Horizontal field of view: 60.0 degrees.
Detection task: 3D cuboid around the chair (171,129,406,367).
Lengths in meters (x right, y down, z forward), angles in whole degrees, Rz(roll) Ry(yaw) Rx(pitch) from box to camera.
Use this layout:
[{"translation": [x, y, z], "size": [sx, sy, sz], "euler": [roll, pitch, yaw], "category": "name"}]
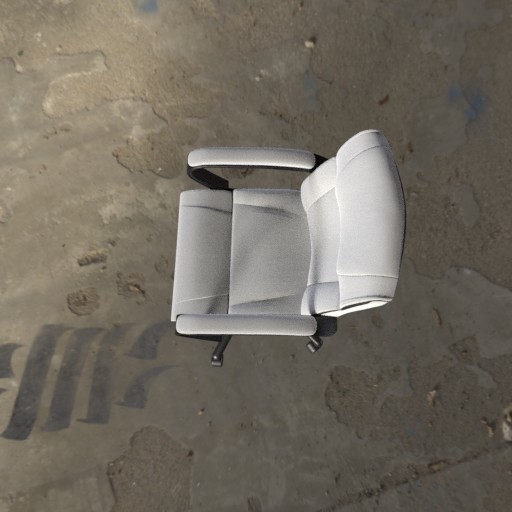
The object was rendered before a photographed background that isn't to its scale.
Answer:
[{"translation": [0.000, 0.000, 1.522], "size": [0.717, 1.004, 0.739], "euler": [2, 75, 1], "category": "chair"}]
